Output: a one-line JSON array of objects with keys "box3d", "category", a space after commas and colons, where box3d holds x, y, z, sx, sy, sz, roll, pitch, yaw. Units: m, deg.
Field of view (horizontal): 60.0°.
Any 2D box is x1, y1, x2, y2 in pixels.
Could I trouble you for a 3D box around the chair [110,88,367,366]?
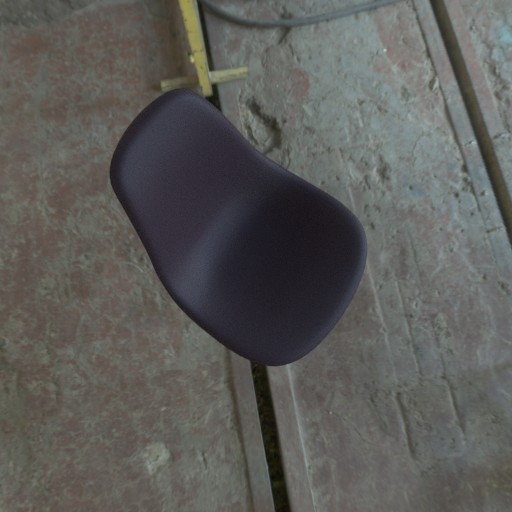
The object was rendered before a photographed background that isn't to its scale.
[{"box3d": [0.000, 0.000, 1.160, 0.533, 0.826, 0.470, 34, 79, 8], "category": "chair"}]
